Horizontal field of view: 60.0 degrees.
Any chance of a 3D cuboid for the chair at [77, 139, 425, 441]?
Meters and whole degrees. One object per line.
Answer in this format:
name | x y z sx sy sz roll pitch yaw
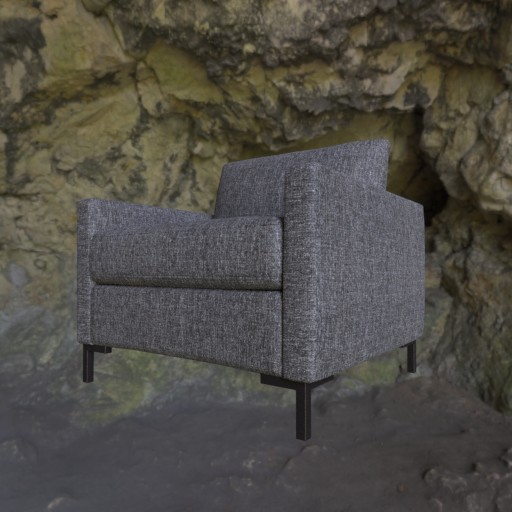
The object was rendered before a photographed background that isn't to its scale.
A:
chair | 0.000 0.000 1.582 0.963 0.861 0.866 -1 -2 36
